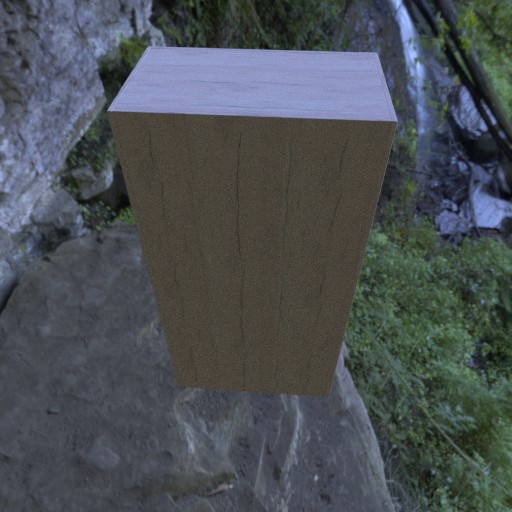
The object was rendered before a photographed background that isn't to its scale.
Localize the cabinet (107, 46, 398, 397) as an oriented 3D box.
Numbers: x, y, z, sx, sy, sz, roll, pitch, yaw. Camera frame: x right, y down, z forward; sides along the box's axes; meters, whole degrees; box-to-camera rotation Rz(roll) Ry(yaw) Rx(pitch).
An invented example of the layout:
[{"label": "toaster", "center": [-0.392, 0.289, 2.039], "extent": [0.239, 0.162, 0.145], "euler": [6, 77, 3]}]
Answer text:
[{"label": "cabinet", "center": [0.000, 0.000, 2.377], "extent": [0.980, 1.930, 0.580], "euler": [3, 46, 3]}]
